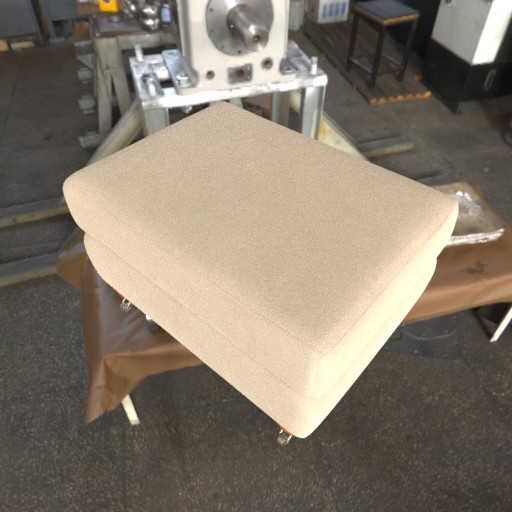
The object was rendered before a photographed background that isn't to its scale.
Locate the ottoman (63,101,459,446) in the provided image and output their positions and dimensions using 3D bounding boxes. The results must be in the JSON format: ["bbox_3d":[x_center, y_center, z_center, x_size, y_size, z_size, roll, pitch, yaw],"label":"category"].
[{"bbox_3d":[0.000,0.000,1.154,0.773,0.504,0.569,32,53,27],"label":"ottoman"}]
